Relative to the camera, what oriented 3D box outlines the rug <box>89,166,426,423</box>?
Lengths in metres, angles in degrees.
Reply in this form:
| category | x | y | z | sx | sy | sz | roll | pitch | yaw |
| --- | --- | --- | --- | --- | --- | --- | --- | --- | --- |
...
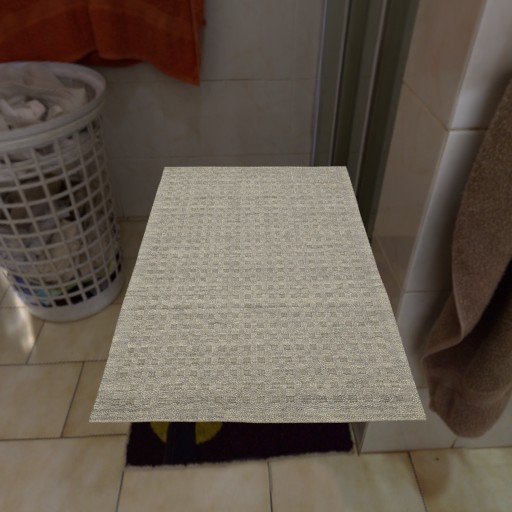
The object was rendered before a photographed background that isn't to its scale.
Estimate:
| category | x | y | z | sx | sy | sz | roll | pitch | yaw |
| --- | --- | --- | --- | --- | --- | --- | --- | --- | --- |
| rug | 0.000 | 0.000 | 2.865 | 1.532 | 0.018 | 2.297 | 0 | 41 | 0 |
